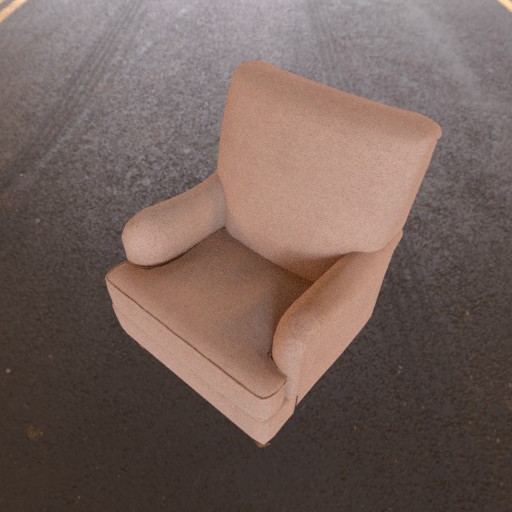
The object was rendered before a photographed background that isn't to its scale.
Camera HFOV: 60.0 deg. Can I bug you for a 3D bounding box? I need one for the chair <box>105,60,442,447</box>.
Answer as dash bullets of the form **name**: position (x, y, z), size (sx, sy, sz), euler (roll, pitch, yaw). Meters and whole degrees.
- **chair**: position (0.000, 0.000, 1.783), size (0.879, 1.119, 0.953), euler (31, 53, 27)
